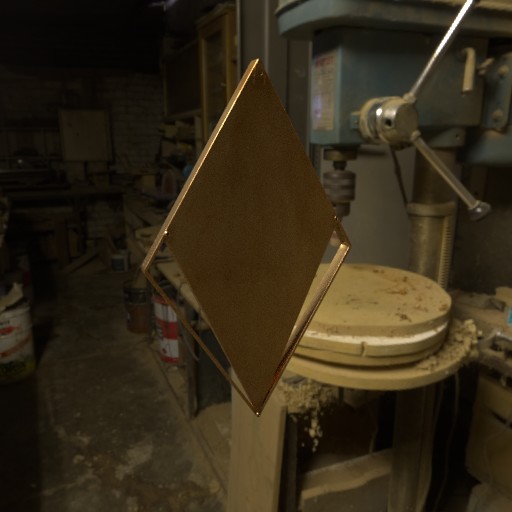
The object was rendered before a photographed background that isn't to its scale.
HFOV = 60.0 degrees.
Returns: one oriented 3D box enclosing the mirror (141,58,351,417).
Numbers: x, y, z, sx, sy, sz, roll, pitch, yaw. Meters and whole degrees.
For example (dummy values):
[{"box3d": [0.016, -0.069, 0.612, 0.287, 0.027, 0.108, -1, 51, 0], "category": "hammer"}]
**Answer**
[{"box3d": [0.000, 0.000, 0.828, 0.419, 0.679, 0.032, -7, 17, -24], "category": "mirror"}]
